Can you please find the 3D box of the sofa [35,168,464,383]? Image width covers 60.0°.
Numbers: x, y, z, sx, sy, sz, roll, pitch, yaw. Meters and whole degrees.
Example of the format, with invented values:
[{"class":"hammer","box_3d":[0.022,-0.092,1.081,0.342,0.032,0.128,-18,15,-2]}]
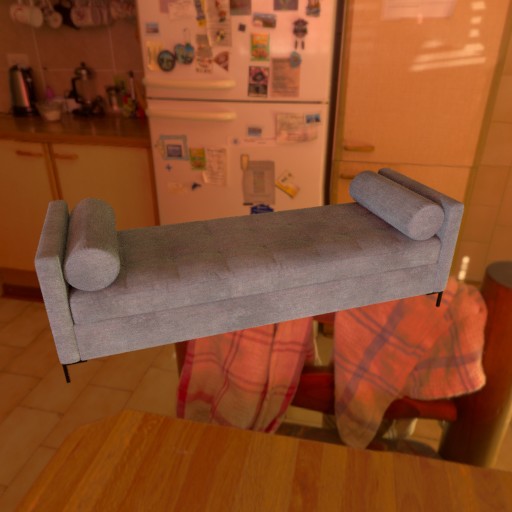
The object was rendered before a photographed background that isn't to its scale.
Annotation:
[{"class":"sofa","box_3d":[0.000,0.000,2.360,1.981,0.635,0.686,-8,28,-16]}]
